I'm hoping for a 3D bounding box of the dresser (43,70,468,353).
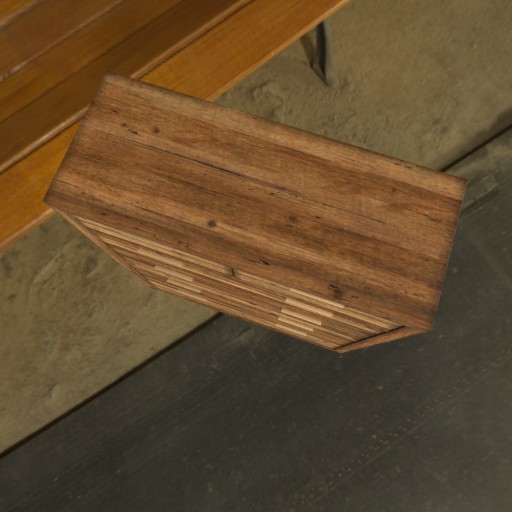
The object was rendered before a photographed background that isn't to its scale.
[{"bbox_3d":[0.000,0.000,1.852,1.067,1.359,0.438,18,76,5],"label":"dresser"}]
